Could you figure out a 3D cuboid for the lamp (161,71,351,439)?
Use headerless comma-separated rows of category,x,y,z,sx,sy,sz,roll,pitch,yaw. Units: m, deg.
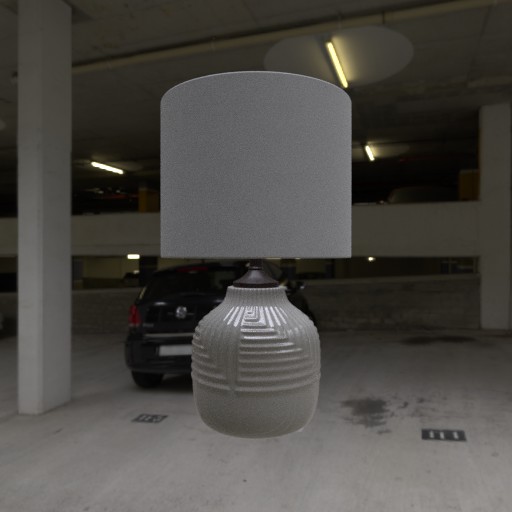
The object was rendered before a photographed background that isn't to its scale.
lamp,0.000,0.000,0.756,0.318,0.567,0.318,0,0,0
